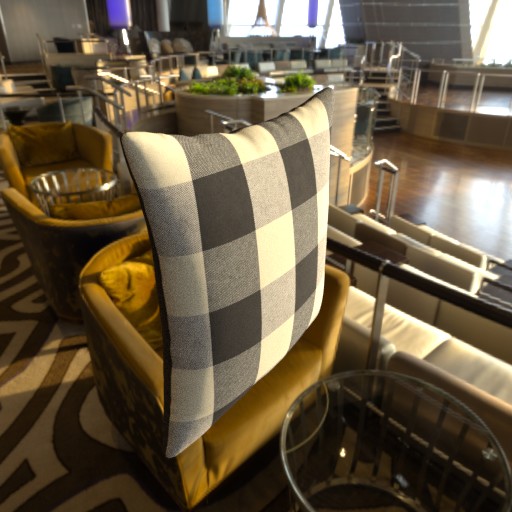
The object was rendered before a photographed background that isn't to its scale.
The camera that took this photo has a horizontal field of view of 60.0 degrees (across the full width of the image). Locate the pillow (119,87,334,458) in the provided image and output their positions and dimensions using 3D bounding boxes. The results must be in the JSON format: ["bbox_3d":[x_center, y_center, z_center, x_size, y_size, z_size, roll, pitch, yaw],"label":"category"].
[{"bbox_3d":[0.000,0.000,0.773,0.161,0.509,0.511,17,32,30],"label":"pillow"}]
